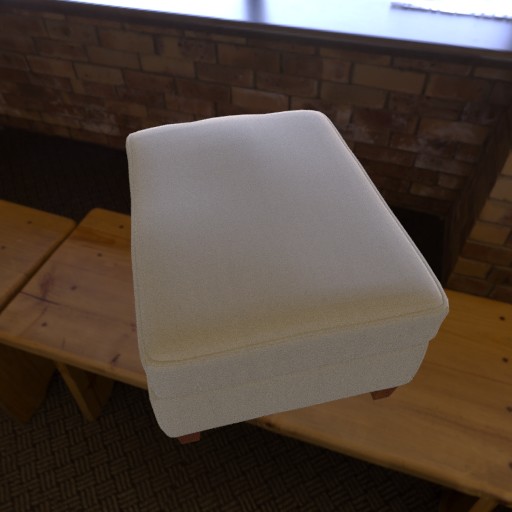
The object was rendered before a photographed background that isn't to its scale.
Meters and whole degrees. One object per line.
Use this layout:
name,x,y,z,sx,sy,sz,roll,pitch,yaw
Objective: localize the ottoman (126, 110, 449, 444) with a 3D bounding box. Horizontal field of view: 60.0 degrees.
ottoman,0.000,0.000,1.231,0.634,0.496,0.818,-10,48,-9
